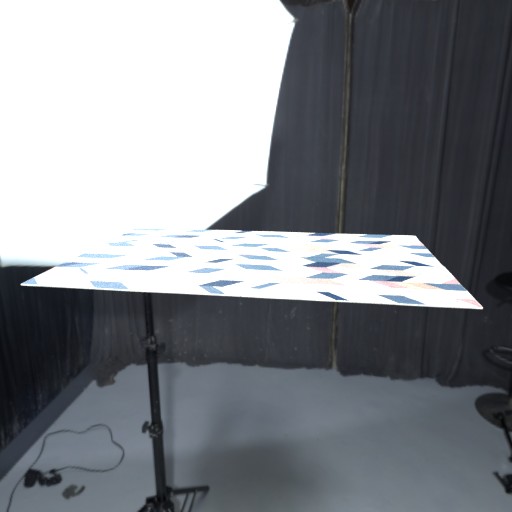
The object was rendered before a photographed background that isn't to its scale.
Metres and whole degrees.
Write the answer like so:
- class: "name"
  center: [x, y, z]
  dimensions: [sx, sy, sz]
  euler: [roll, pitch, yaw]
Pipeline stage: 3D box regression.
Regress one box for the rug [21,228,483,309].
- class: "rug"
  center: [0.000, 0.000, 2.279]
  dimensions: [1.813, 0.006, 1.202]
  euler: [2, 15, 8]
